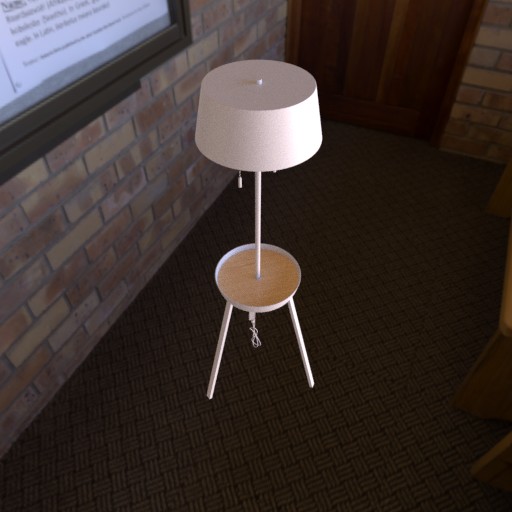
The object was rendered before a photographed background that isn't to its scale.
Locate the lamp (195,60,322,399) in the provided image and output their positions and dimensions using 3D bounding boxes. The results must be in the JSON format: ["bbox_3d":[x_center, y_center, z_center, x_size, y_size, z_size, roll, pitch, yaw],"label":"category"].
[{"bbox_3d":[0.000,0.000,1.705,0.508,1.429,0.468,-5,46,-5],"label":"lamp"}]
